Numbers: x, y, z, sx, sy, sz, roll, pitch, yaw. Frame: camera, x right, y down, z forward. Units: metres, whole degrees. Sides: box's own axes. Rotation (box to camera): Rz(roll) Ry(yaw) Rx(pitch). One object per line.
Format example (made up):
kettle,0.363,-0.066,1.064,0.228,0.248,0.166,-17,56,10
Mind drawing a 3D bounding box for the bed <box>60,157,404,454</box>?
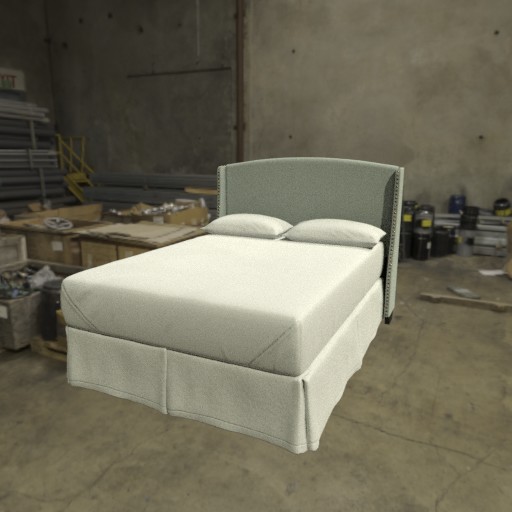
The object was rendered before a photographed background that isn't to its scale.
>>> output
bed,0.000,0.000,3.254,1.710,1.407,2.237,6,14,25
